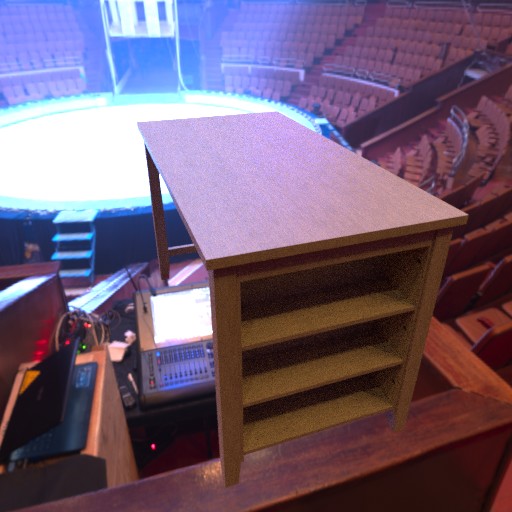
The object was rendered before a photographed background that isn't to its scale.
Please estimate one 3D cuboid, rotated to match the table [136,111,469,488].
[{"bbox_3d":[0.000,0.000,1.884,0.729,0.874,1.397,-10,31,-17],"label":"table"}]
